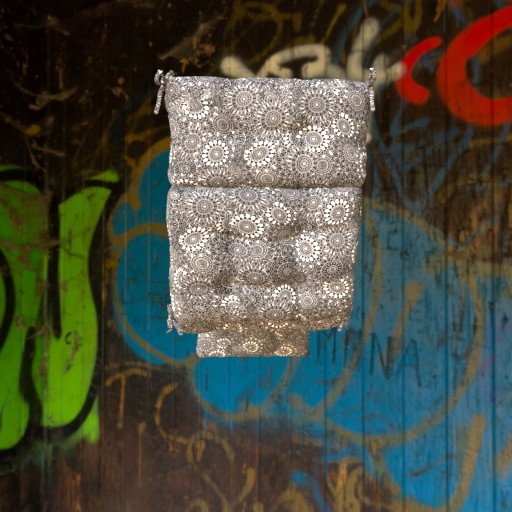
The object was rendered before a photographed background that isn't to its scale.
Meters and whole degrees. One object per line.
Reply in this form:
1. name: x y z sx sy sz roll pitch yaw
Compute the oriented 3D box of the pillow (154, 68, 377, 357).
1. pillow: 0.000 0.000 1.478 0.526 0.863 1.016 0 -1 -3
